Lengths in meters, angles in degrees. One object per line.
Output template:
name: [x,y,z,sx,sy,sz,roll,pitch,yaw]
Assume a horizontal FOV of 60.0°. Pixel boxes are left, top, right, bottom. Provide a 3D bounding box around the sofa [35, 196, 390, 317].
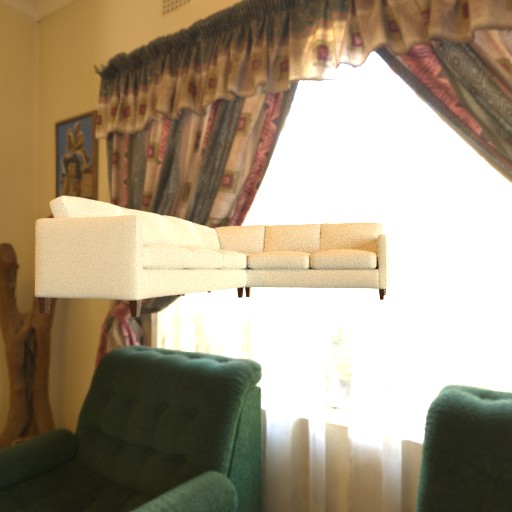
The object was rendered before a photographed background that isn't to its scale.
sofa: [0.000,0.000,4.539,2.593,0.947,3.302,-1,-2,18]
